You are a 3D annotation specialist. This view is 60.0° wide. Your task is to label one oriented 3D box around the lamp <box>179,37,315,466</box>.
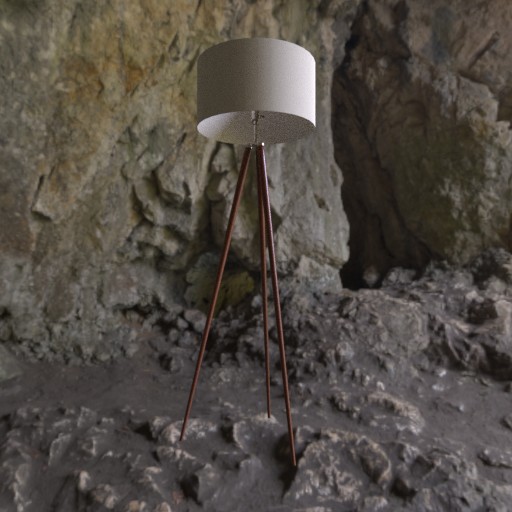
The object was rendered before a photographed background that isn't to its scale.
[{"bbox_3d":[0.000,0.000,1.816,0.483,1.553,0.483,0,0,-35],"label":"lamp"}]
